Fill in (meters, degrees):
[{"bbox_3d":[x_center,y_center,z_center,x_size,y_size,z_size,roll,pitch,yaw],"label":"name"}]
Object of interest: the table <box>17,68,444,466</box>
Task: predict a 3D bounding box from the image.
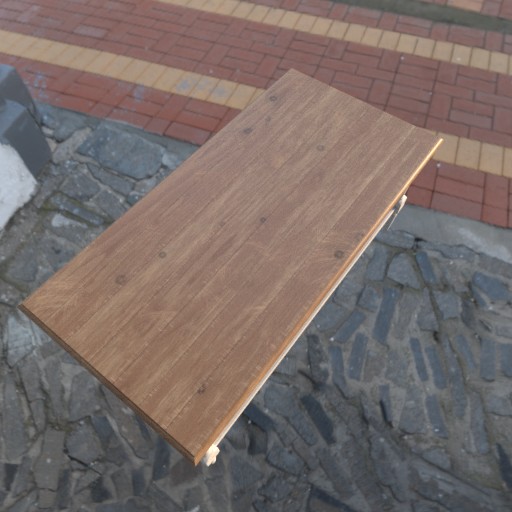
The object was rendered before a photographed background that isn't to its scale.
[{"bbox_3d":[0.000,0.000,1.368,0.559,0.458,1.118,33,64,19],"label":"table"}]
